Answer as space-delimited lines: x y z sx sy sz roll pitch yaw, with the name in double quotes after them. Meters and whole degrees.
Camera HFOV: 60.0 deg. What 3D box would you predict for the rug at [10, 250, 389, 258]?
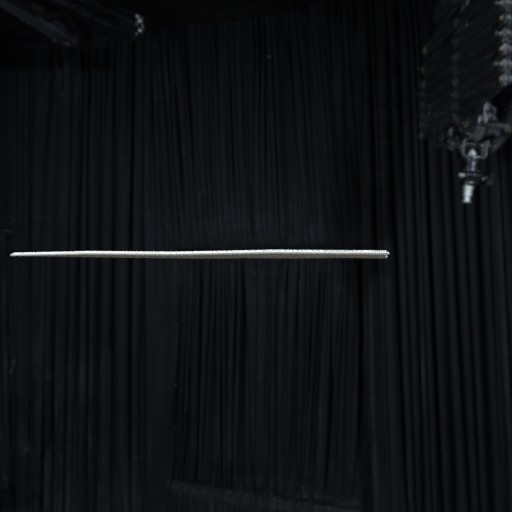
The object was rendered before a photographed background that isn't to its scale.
0.000 0.000 3.596 2.043 0.026 2.901 0 -1 16 "rug"
